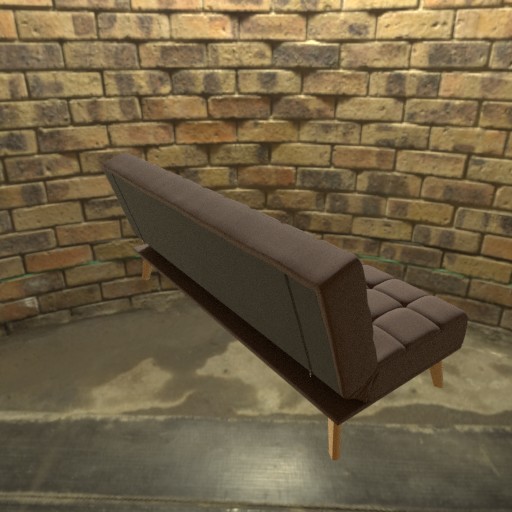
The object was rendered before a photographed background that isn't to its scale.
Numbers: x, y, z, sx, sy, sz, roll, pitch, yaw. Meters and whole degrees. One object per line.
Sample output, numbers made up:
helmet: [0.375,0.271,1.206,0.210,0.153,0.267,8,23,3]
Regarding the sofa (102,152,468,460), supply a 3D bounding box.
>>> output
sofa: [0.000,0.000,2.203,0.860,0.810,1.800,-17,30,-32]
